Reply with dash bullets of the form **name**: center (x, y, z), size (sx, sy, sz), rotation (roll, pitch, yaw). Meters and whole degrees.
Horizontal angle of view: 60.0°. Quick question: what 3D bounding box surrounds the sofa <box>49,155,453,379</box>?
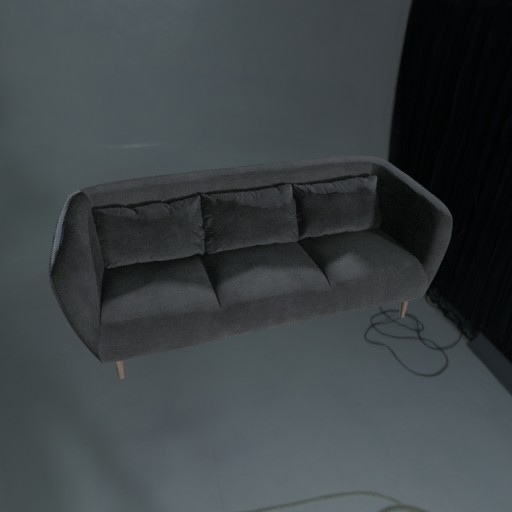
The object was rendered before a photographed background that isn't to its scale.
- **sofa**: center (0.000, 0.000, 2.823), size (2.296, 0.875, 0.956), rotation (-9, 34, -14)
